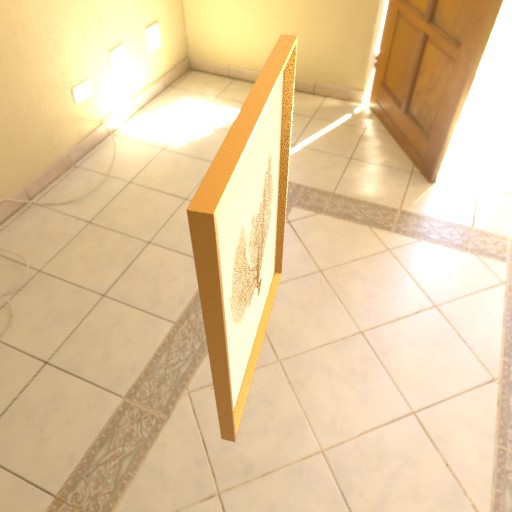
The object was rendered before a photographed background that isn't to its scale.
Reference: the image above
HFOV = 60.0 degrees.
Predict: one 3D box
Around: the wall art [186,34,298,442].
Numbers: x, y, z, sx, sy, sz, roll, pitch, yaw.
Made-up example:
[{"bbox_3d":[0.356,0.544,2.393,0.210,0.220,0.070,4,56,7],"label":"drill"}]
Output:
[{"bbox_3d":[0.000,0.000,1.085,0.038,0.812,0.610,10,48,10],"label":"wall art"}]
